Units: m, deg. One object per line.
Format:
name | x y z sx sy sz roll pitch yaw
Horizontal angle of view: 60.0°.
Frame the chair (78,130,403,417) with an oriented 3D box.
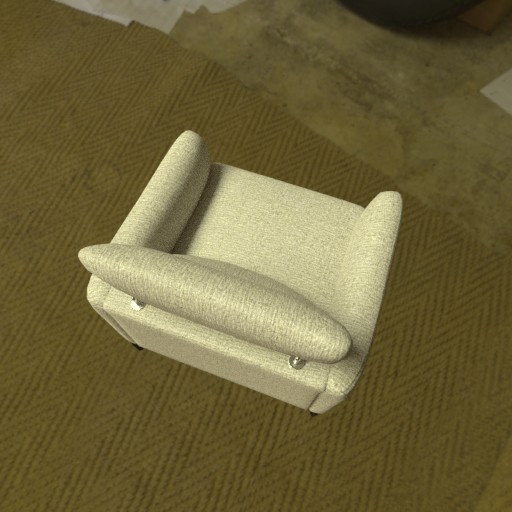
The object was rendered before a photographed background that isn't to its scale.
chair | 0.000 0.000 1.670 0.972 0.967 0.835 19 66 9
